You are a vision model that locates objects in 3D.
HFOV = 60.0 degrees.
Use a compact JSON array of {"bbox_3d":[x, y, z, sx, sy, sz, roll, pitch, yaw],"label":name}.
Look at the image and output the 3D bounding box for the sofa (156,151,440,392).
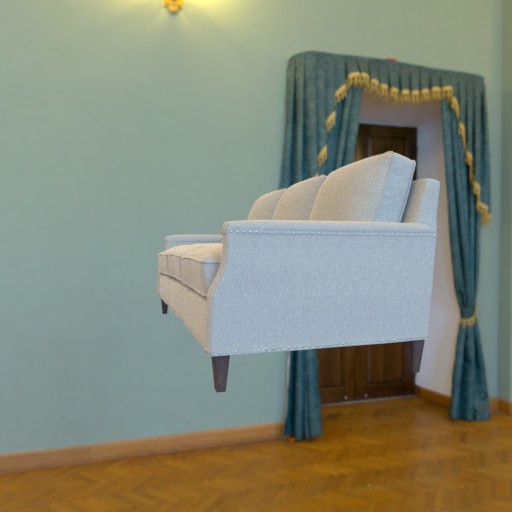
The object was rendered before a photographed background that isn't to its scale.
[{"bbox_3d":[0.000,0.000,2.860,1.084,1.003,2.246,0,1,-17],"label":"sofa"}]
